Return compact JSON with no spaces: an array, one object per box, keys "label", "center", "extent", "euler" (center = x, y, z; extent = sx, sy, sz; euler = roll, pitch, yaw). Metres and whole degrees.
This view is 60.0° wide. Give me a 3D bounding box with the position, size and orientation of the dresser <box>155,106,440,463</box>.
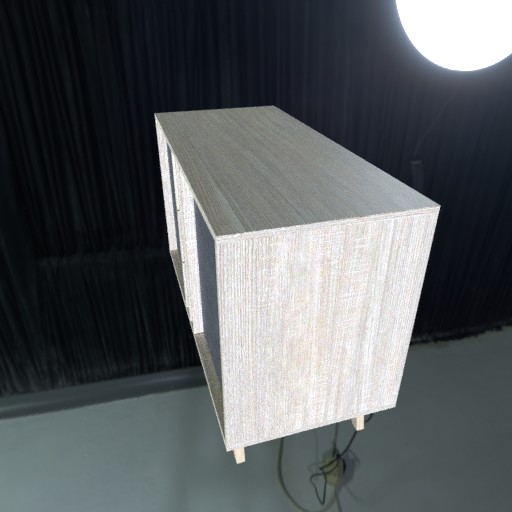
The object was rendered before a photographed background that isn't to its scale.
[{"label":"dresser","center":[0.000,0.000,1.557],"extent":[0.500,0.780,1.110],"euler":[-9,31,-15]}]
